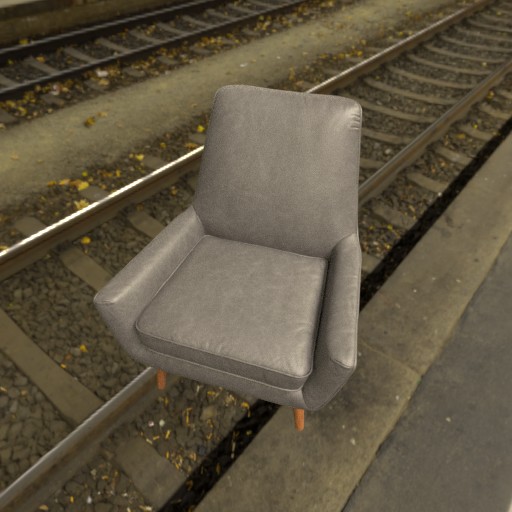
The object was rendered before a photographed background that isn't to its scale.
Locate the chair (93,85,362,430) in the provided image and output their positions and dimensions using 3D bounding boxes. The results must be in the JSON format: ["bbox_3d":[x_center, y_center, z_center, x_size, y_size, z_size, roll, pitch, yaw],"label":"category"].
[{"bbox_3d":[0.000,0.000,1.534,0.787,0.888,0.822,12,42,13],"label":"chair"}]
